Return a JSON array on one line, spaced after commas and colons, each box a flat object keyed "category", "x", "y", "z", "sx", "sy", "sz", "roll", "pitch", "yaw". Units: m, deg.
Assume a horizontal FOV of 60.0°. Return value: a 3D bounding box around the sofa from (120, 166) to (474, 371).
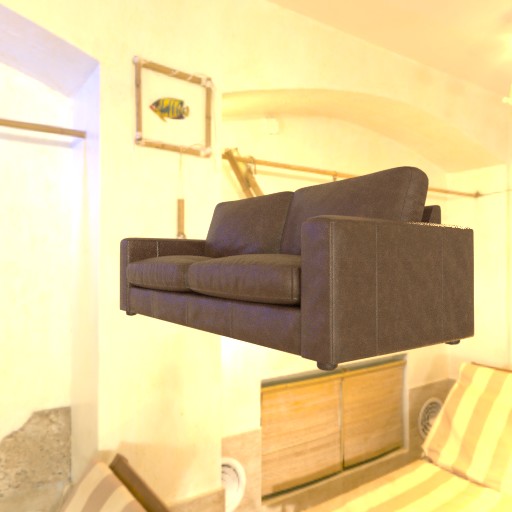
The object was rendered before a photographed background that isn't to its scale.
[{"category": "sofa", "x": 0.000, "y": 0.000, "z": 2.704, "sx": 1.016, "sy": 0.873, "sz": 2.179, "roll": 0, "pitch": -1, "yaw": -36}]
